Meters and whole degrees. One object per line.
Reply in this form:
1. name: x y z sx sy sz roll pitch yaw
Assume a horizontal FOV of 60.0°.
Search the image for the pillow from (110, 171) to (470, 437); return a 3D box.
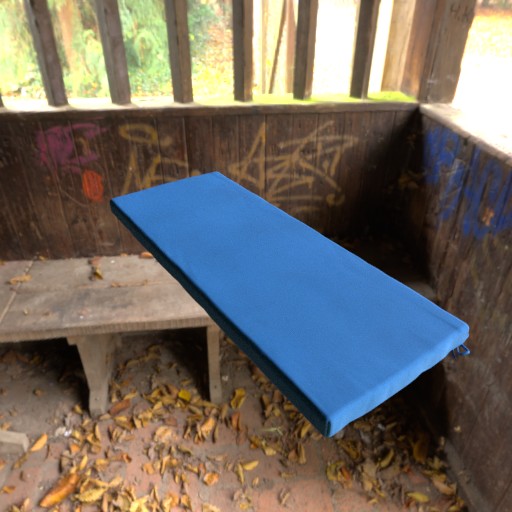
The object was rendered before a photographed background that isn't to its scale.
1. pillow: 0.000 0.000 1.328 0.492 0.081 1.187 -21 39 -29
